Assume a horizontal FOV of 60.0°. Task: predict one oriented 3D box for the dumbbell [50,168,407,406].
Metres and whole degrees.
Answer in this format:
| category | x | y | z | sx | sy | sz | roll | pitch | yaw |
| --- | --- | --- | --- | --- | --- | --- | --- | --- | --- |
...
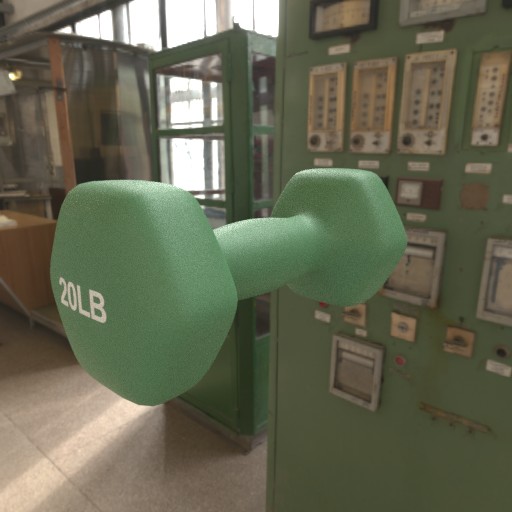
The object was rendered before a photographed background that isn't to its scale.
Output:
| category | x | y | z | sx | sy | sz | roll | pitch | yaw |
| --- | --- | --- | --- | --- | --- | --- | --- | --- | --- |
| dumbbell | 0.000 | 0.000 | 0.310 | 0.126 | 0.114 | 0.257 | 12 | 18 | 41 |
